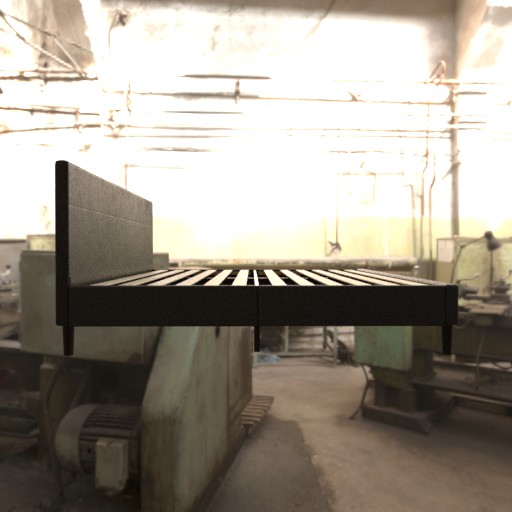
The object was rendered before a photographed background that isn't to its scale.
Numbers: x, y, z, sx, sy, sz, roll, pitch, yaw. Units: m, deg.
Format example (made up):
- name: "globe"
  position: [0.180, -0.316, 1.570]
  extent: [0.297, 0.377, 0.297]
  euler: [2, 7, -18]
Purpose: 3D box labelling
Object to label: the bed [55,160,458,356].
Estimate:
- name: "bed"
  position: [0.000, 0.000, 3.363]
  extent: [2.152, 1.046, 2.018]
  euler: [0, 1, -1]
